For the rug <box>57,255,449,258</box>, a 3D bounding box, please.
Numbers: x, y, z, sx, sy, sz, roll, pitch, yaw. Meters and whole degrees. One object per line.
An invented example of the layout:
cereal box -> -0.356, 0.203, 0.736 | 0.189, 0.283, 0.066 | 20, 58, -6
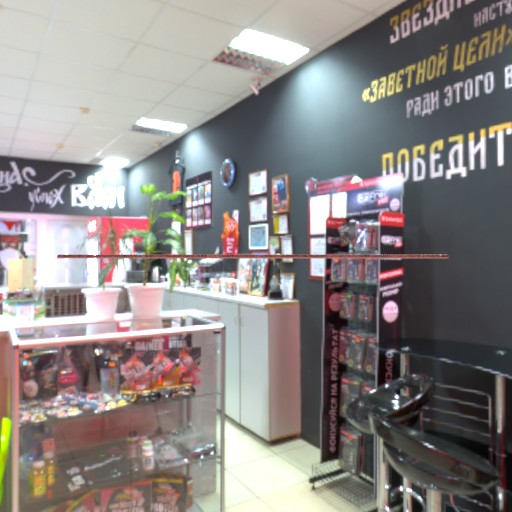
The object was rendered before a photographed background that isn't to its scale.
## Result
rug -> 0.000, 0.000, 2.858 | 1.521, 0.015, 2.280 | 0, 0, 1
